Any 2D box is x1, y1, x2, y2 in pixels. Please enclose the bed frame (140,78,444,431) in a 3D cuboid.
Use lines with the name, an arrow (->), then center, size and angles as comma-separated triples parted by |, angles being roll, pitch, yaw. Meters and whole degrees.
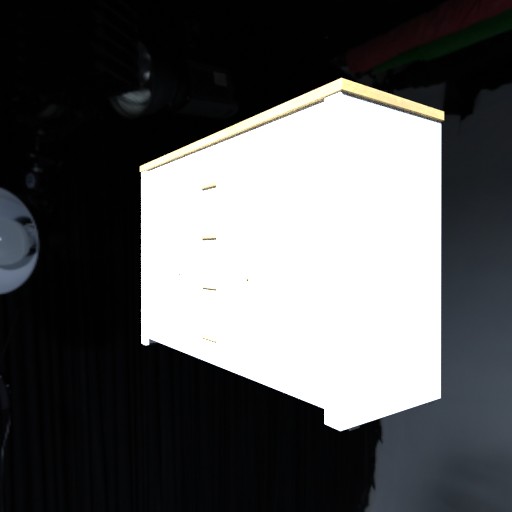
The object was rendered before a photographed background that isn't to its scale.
bed frame -> 0.000, 0.000, 1.706 | 0.430, 0.850, 1.300 | 0, 0, -36
